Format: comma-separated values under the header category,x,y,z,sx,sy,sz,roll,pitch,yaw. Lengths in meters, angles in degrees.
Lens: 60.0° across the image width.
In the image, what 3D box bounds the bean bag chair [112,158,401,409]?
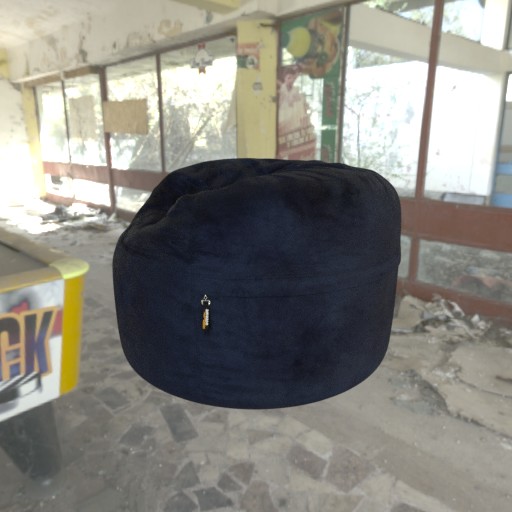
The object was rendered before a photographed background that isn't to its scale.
category,x,y,z,sx,sy,sz,roll,pitch,yaw
bean bag chair,0.000,0.000,1.473,0.918,0.616,0.918,0,15,0
